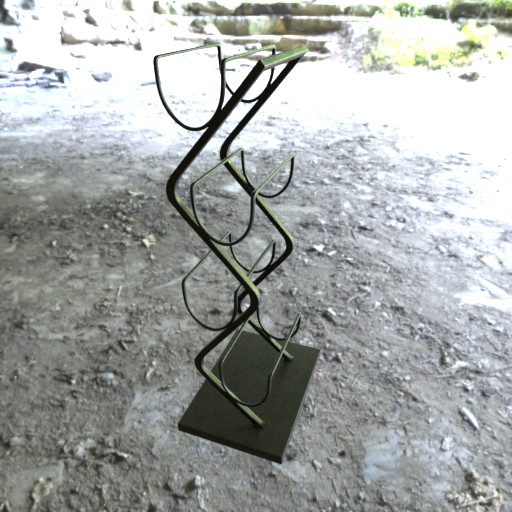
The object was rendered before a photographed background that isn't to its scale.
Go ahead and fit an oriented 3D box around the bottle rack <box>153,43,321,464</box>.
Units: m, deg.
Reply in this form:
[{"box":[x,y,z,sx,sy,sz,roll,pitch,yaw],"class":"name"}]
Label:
[{"box":[0.000,0.000,0.660,0.178,0.559,0.254,11,32,18],"class":"bottle rack"}]
